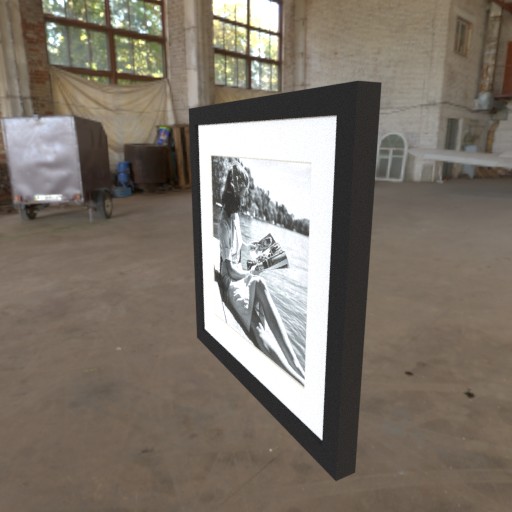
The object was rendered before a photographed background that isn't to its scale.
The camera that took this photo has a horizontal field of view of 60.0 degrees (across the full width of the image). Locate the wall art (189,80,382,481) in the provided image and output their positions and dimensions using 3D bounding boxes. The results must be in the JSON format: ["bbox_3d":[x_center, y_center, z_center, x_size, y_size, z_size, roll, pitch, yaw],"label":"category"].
[{"bbox_3d":[0.000,0.000,0.685,0.030,0.458,0.462,-8,17,-28],"label":"wall art"}]
